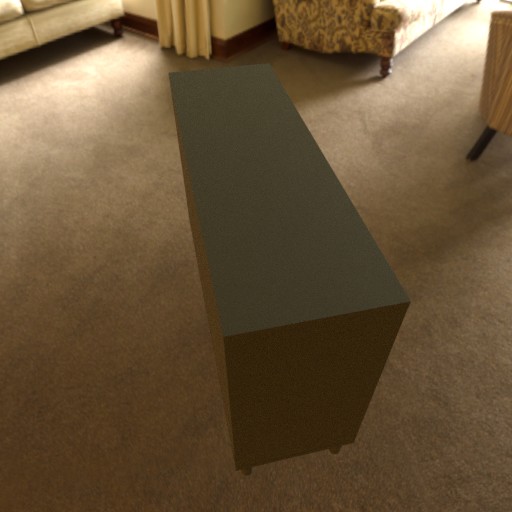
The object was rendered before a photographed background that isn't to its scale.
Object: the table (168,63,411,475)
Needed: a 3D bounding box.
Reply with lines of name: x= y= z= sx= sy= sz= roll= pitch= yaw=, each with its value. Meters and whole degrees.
table: x=0.000 y=0.000 z=1.589 sx=0.400 sy=0.855 sz=1.200 roll=-9 pitch=47 yaw=-9
